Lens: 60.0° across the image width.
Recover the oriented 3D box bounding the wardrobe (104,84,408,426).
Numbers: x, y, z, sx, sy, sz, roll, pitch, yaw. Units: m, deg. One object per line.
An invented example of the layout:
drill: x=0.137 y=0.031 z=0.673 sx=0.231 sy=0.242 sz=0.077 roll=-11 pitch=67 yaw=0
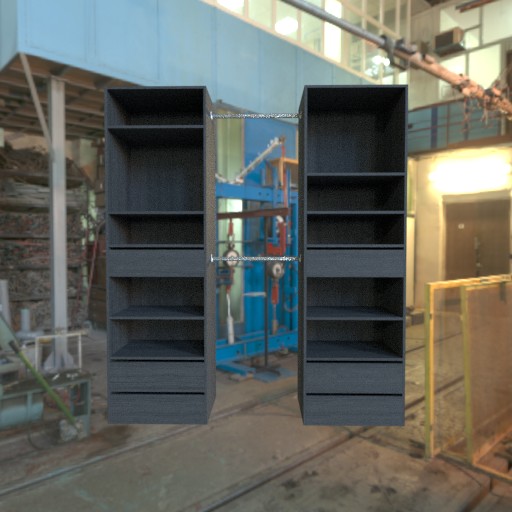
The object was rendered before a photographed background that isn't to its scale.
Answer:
wardrobe: x=0.000 y=0.000 z=2.850 sx=1.770 sy=2.000 sz=0.480 roll=0 pitch=2 yaw=1
